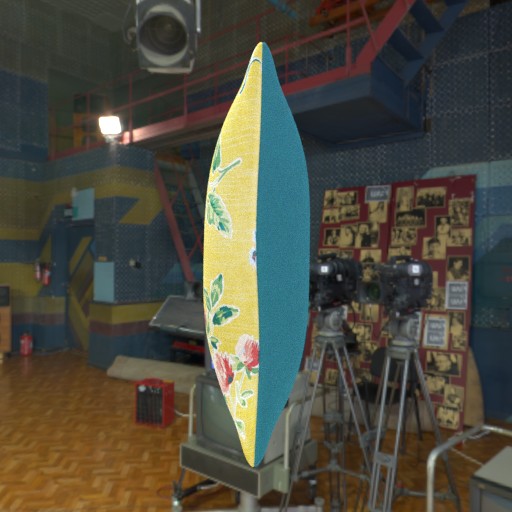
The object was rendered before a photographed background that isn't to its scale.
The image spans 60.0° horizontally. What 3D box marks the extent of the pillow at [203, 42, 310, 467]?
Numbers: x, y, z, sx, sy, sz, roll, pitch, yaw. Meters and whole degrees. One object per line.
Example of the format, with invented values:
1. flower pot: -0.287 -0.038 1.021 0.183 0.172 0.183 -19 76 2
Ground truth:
1. pillow: 0.000 0.000 0.787 0.166 0.508 0.525 0 0 -1
